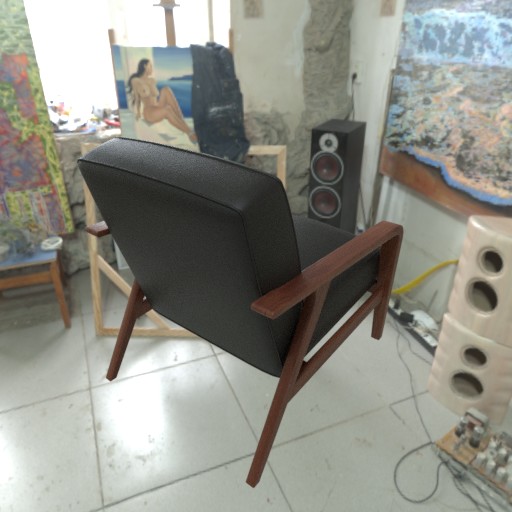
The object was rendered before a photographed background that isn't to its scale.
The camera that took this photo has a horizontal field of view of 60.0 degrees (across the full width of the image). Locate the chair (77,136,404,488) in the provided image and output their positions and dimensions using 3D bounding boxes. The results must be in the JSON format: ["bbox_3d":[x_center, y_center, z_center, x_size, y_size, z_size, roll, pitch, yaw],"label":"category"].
[{"bbox_3d":[0.000,0.000,1.514,0.719,0.861,0.889,21,35,33],"label":"chair"}]
